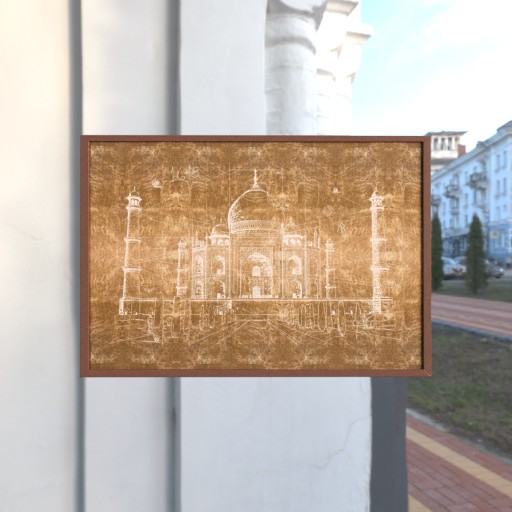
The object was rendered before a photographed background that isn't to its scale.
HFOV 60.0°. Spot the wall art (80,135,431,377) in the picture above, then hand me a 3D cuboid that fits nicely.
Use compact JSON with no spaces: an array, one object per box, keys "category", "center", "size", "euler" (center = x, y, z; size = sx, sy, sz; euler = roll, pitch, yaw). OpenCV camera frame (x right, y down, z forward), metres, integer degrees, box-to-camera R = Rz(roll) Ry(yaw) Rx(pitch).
[{"category":"wall art","center":[0.000,0.000,0.839],"size":[0.660,0.455,0.014],"euler":[0,0,0]}]
